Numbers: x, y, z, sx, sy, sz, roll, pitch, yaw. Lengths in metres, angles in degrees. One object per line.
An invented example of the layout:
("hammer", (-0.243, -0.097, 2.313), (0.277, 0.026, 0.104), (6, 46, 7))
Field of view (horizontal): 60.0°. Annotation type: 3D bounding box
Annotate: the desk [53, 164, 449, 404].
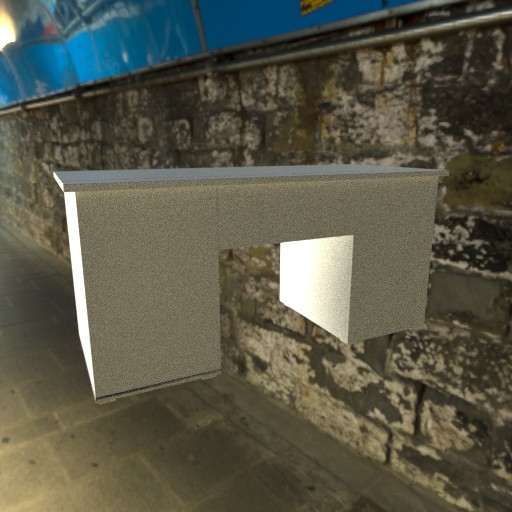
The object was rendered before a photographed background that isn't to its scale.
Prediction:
("desk", (0.000, 0.000, 2.013), (1.580, 0.760, 0.670), (-7, 16, -25))
